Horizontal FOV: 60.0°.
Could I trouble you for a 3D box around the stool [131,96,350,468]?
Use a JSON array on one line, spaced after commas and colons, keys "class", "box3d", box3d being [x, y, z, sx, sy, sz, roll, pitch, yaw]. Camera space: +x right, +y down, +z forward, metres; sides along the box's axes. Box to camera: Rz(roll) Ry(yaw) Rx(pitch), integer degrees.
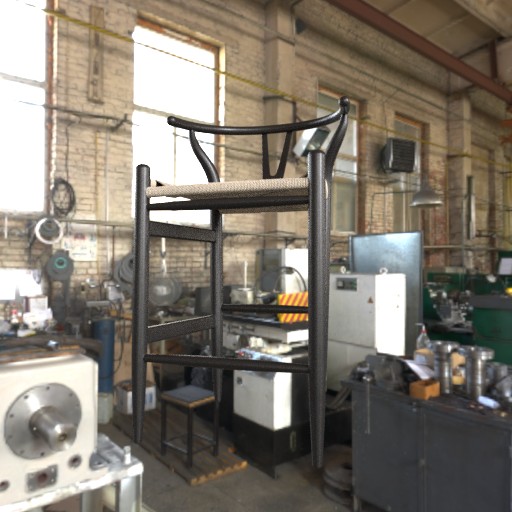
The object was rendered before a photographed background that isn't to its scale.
[{"class": "stool", "box3d": [0.000, 0.000, 1.341, 0.569, 0.970, 0.579, 0, -2, 18]}]
